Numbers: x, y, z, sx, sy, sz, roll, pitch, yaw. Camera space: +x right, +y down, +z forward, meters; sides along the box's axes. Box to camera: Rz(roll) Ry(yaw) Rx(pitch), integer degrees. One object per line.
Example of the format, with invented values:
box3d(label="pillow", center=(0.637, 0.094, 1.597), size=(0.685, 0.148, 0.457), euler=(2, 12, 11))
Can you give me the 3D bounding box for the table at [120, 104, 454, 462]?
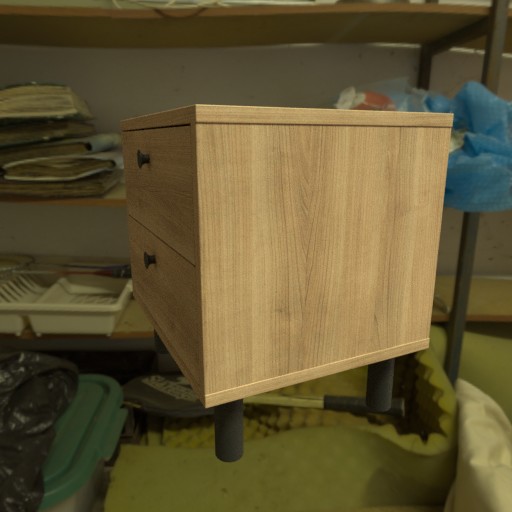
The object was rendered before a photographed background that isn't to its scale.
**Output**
box3d(label="table", center=(0.000, 0.000, 0.772), size=(0.380, 0.460, 0.445), euler=(-7, 16, -25))
